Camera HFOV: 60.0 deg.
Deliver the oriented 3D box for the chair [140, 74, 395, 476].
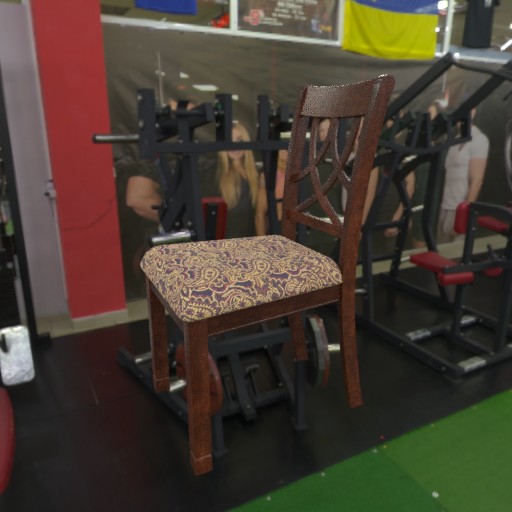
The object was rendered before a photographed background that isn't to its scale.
[{"bbox_3d":[0.000,0.000,1.281,0.584,0.965,0.457,-8,19,-25],"label":"chair"}]
